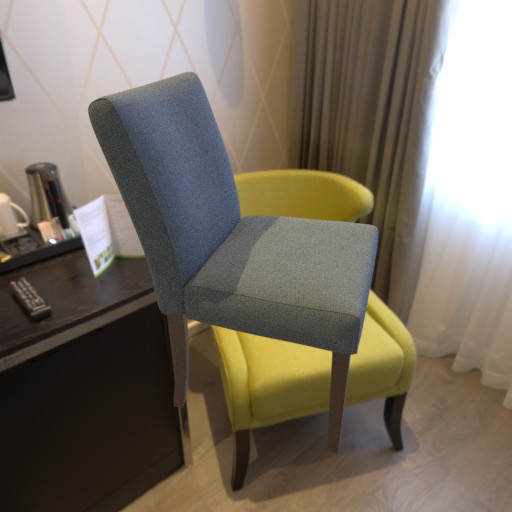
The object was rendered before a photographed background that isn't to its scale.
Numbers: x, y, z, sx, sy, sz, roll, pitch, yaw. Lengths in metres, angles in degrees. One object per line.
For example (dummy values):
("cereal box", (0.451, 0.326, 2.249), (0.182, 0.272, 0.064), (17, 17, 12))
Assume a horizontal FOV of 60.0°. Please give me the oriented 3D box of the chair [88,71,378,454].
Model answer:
("chair", (0.000, 0.000, 1.226), (0.629, 0.882, 0.487), (9, 31, 16))
